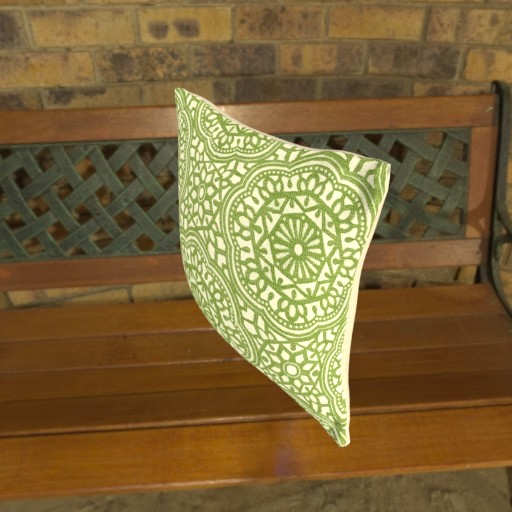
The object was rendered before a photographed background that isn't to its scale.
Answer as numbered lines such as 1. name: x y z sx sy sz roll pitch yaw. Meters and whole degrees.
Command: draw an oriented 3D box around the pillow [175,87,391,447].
1. pillow: 0.000 0.000 0.667 0.162 0.419 0.440 -21 37 -29
